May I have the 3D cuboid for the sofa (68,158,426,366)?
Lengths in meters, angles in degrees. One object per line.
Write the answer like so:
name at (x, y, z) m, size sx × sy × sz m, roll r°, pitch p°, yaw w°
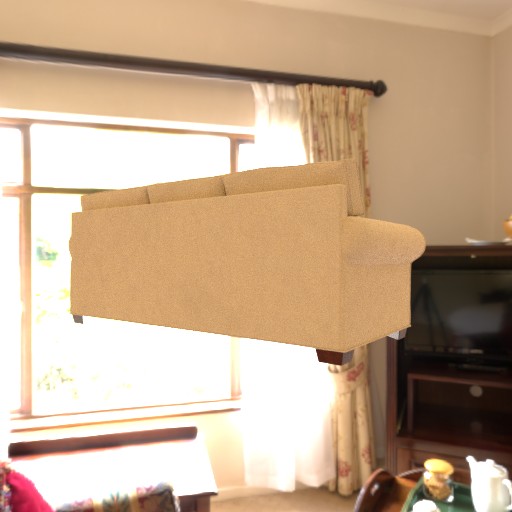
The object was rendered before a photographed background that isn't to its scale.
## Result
sofa at (0.000, 0.000, 2.426) m, size 1.770 × 0.734 × 1.226 m, roll 0°, pitch 0°, yaw 36°
